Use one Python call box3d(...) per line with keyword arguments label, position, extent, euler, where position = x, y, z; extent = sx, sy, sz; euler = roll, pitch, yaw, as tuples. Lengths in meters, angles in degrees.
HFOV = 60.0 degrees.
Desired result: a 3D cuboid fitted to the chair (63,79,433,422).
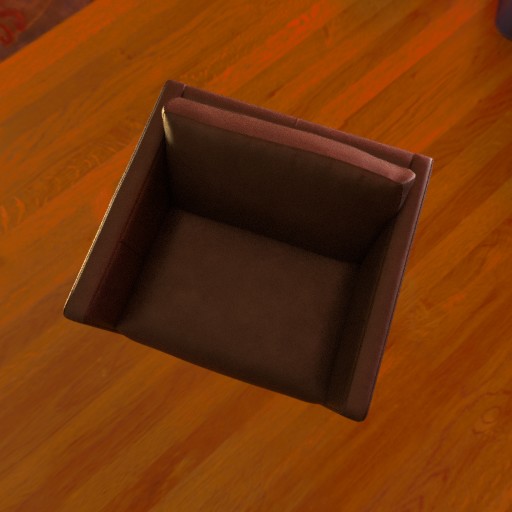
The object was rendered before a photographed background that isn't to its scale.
box3d(label="chair", position=(0.000, 0.000, 1.603), extent=(0.939, 0.811, 0.862), euler=(18, 76, 5))
